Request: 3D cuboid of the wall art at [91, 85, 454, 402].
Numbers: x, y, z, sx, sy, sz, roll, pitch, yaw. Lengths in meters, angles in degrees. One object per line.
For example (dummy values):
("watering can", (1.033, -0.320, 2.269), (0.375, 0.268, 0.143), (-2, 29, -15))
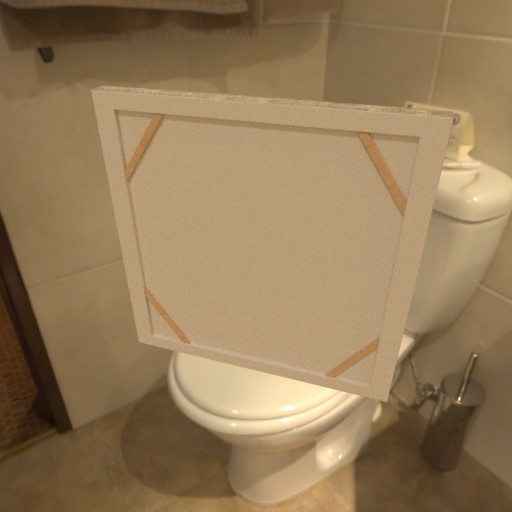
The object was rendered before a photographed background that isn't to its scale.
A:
("wall art", (0.000, 0.000, 0.893), (0.610, 0.610, 0.038), (10, 34, 15))
